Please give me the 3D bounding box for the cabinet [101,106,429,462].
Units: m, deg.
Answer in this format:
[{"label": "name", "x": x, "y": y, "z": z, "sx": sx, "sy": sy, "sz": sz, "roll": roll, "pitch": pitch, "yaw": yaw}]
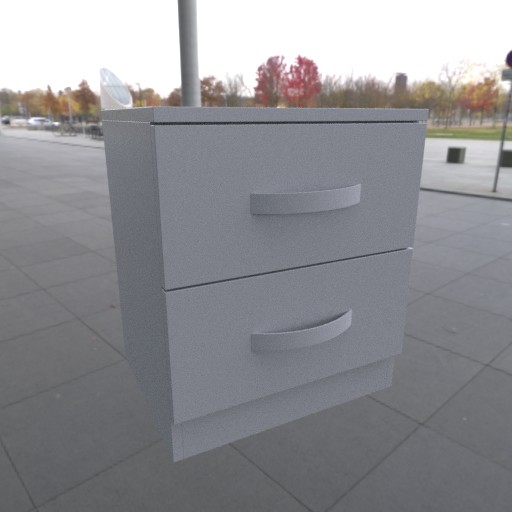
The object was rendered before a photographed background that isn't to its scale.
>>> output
[{"label": "cabinet", "x": 0.000, "y": 0.000, "z": 0.749, "sx": 0.400, "sy": 0.470, "sz": 0.360, "roll": -9, "pitch": 20, "yaw": -26}]
